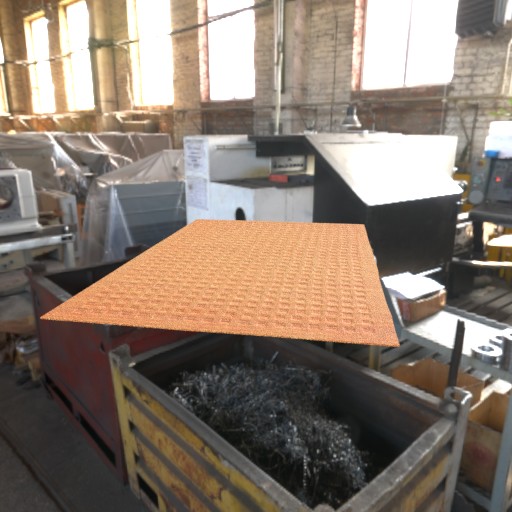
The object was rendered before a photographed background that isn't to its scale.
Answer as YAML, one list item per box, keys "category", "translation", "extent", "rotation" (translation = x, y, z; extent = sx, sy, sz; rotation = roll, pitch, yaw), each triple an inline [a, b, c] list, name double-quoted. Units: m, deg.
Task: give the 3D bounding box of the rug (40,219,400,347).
- category: "rug"
  translation: [0.000, 0.000, 2.188]
  extent: [1.143, 0.006, 1.747]
  rotation: [3, 16, 9]
